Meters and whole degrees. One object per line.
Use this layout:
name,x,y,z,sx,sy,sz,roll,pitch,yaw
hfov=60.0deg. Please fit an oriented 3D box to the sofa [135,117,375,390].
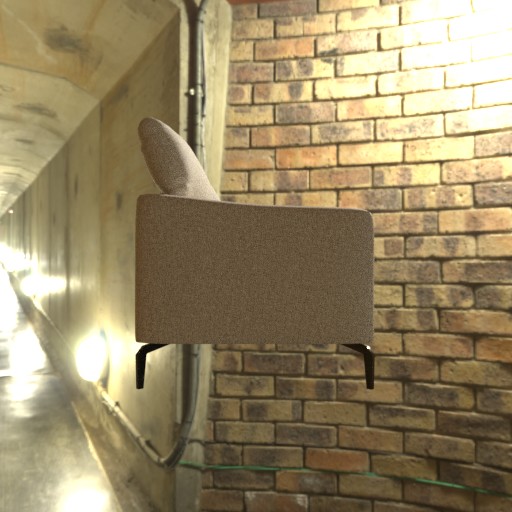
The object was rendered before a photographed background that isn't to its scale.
sofa,0.000,0.000,2.437,0.856,0.956,2.015,0,-2,0
